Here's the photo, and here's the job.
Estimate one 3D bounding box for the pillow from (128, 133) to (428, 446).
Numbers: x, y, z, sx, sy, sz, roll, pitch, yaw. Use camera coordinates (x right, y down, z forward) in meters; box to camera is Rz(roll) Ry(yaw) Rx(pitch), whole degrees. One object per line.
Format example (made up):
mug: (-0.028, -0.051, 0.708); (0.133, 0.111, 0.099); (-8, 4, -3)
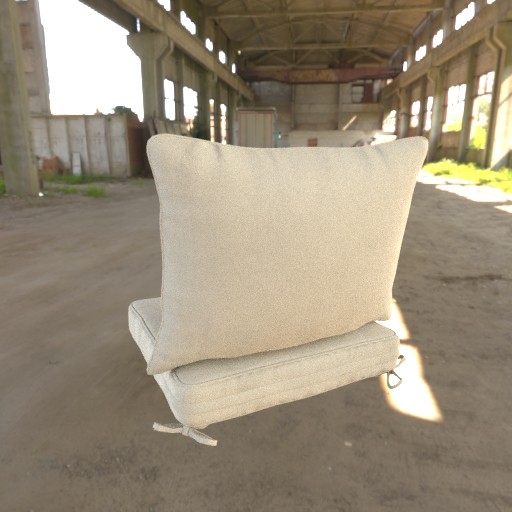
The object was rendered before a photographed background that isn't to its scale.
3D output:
pillow: (0.000, 0.000, 1.368); (0.798, 0.716, 0.733); (-7, 16, -26)
